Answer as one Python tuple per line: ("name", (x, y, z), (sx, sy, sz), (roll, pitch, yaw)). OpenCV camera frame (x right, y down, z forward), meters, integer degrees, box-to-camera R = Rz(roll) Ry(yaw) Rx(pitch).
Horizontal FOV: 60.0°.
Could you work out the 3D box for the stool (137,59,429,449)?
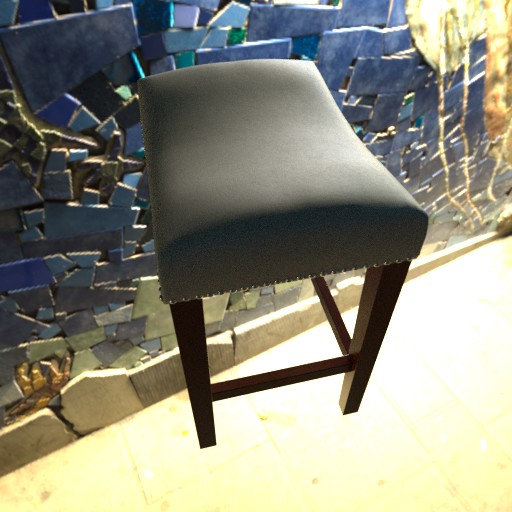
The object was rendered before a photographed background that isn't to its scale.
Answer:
("stool", (0.000, 0.000, 0.931), (0.375, 0.632, 0.509), (-10, 48, -9))
